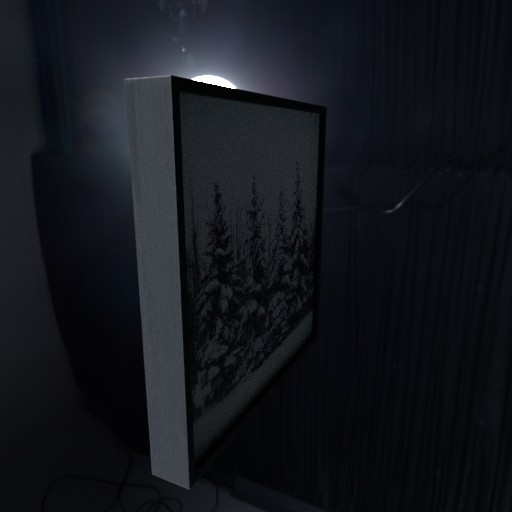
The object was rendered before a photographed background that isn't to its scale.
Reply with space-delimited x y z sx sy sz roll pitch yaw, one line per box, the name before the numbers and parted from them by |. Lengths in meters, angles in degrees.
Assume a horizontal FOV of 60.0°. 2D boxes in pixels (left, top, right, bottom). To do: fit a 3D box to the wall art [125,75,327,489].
wall art | 0.000 0.000 0.450 0.037 0.305 0.305 7 16 26
